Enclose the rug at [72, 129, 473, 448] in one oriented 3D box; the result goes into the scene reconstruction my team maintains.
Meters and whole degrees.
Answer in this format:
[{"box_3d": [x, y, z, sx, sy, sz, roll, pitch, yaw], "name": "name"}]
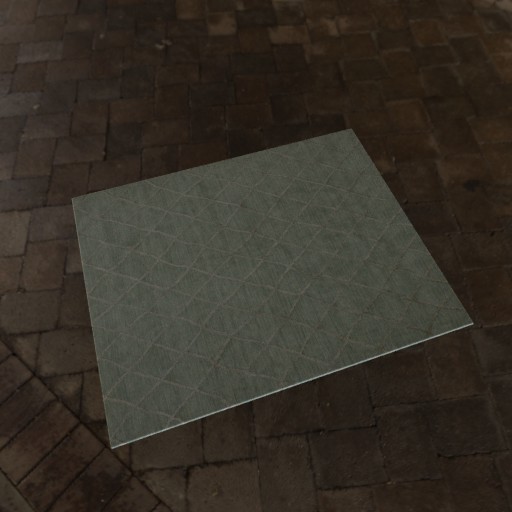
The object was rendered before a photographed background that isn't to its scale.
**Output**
[{"box_3d": [0.000, 0.000, 4.059, 3.039, 0.019, 2.420, -16, 61, -9], "name": "rug"}]
